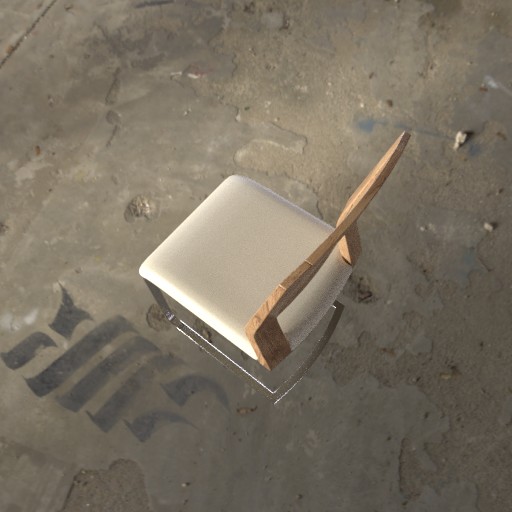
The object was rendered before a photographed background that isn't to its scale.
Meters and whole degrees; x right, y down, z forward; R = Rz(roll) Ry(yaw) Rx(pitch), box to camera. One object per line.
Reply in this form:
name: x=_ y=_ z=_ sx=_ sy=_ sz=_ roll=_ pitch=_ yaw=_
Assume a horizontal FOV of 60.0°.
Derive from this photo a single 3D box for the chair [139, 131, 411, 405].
chair: x=0.000 y=0.000 z=1.259 sx=0.561 sy=0.955 sz=0.457 roll=34 pitch=68 yaw=16
